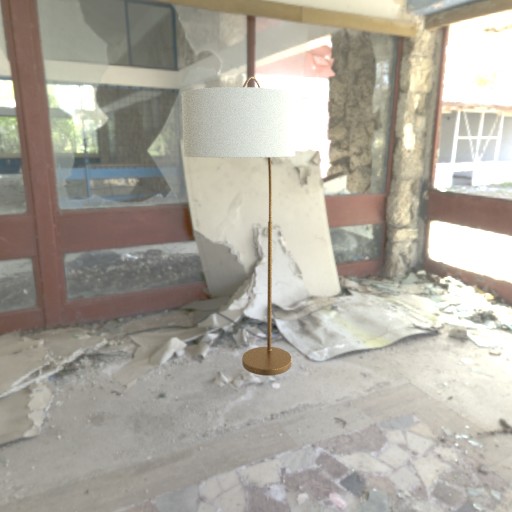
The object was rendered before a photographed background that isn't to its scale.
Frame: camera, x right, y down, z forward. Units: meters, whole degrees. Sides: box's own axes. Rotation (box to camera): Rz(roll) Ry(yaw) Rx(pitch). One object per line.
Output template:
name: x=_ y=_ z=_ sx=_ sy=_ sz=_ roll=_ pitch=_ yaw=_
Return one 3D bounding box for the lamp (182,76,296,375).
lamp: x=0.000 y=0.000 z=2.577 sx=0.493 sy=1.927 sz=1.434 roll=2 pitch=14 yaw=9
